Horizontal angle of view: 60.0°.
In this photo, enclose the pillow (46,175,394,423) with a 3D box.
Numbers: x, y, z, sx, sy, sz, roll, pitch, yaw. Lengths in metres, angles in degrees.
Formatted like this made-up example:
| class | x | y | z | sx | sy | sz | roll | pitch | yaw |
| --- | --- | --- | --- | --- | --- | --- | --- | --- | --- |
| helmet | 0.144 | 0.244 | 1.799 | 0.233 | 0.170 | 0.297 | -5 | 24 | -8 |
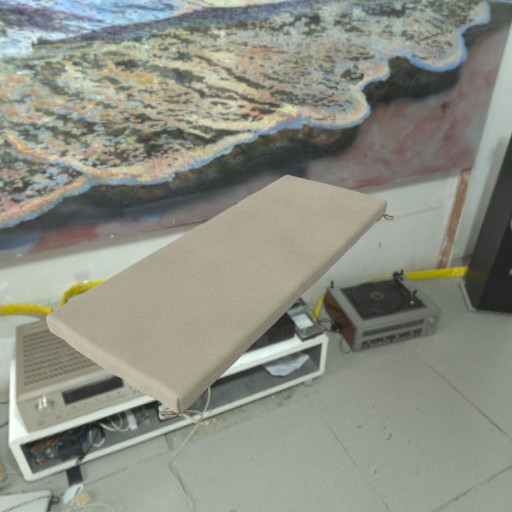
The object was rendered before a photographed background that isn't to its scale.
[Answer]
| class | x | y | z | sx | sy | sz | roll | pitch | yaw |
| --- | --- | --- | --- | --- | --- | --- | --- | --- | --- |
| pillow | 0.000 | 0.000 | 1.390 | 0.492 | 0.081 | 1.187 | 20 | 38 | 29 |
